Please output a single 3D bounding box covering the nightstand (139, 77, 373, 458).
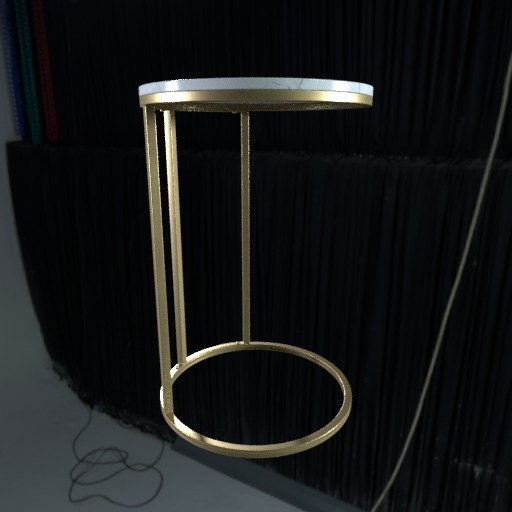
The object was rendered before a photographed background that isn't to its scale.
[{"bbox_3d":[0.000,0.000,0.866,0.400,0.610,0.400,8,18,26],"label":"nightstand"}]
